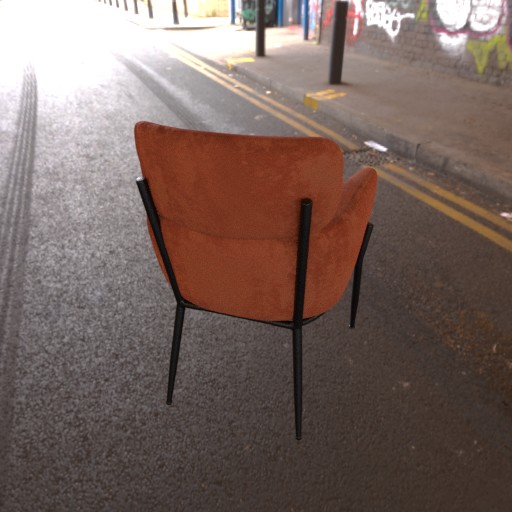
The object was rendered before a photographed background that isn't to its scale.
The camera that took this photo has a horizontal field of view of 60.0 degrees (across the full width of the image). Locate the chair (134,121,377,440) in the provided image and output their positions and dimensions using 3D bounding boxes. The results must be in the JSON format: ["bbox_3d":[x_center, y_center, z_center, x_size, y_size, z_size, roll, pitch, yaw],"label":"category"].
[{"bbox_3d":[0.000,0.000,1.155,0.561,0.772,0.523,9,33,15],"label":"chair"}]
